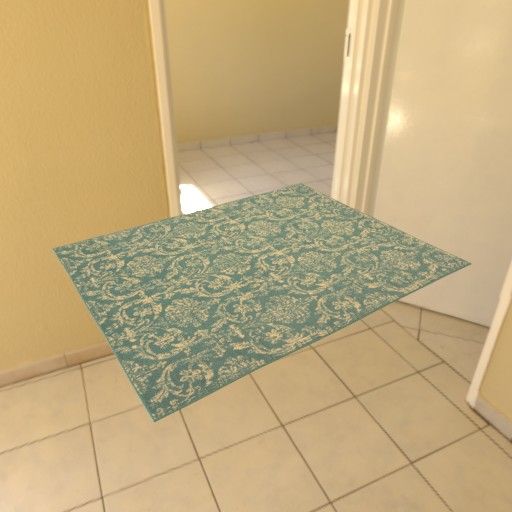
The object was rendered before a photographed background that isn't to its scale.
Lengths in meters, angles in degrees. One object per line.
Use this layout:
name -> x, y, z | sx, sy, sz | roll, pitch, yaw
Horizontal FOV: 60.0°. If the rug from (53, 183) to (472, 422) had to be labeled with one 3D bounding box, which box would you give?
rug -> 0.000, 0.000, 4.010 | 2.980, 0.012, 2.363 | -19, 35, -29
